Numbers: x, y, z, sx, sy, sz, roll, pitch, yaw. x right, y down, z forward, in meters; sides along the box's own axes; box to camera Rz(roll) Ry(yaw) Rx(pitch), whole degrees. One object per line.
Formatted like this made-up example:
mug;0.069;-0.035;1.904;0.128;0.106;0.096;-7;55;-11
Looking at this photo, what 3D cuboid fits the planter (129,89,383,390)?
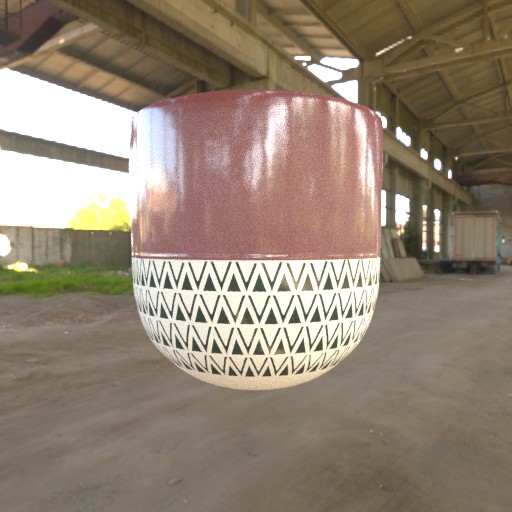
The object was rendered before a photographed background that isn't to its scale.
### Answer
planter;0.000;0.000;0.485;0.266;0.270;0.266;0;1;0
